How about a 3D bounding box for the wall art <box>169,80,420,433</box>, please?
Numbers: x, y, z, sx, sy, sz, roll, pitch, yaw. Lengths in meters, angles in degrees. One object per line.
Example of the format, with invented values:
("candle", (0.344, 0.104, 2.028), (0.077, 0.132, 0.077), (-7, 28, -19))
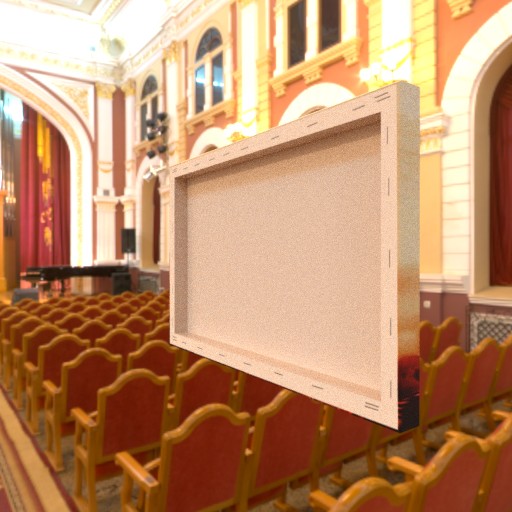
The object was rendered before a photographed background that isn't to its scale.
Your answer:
("wall art", (0.000, 0.000, 0.762), (0.040, 0.402, 0.613), (0, 0, -36))
